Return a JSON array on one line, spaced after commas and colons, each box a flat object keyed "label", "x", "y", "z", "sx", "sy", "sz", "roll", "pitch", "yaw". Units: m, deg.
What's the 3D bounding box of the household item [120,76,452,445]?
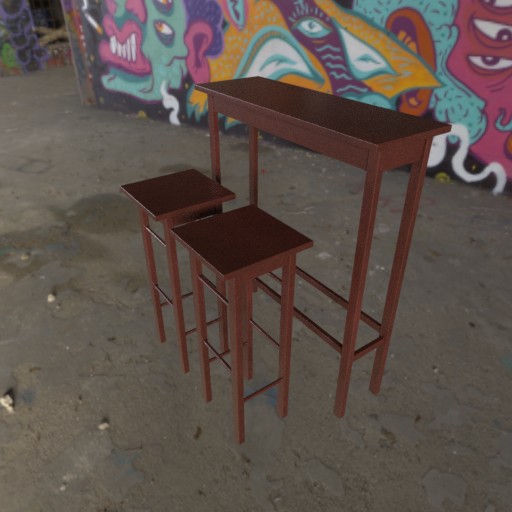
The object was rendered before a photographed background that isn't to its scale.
[{"label": "household item", "x": 0.000, "y": 0.000, "z": 1.650, "sx": 0.676, "sy": 1.067, "sz": 0.914, "roll": -21, "pitch": 37, "yaw": -30}]
